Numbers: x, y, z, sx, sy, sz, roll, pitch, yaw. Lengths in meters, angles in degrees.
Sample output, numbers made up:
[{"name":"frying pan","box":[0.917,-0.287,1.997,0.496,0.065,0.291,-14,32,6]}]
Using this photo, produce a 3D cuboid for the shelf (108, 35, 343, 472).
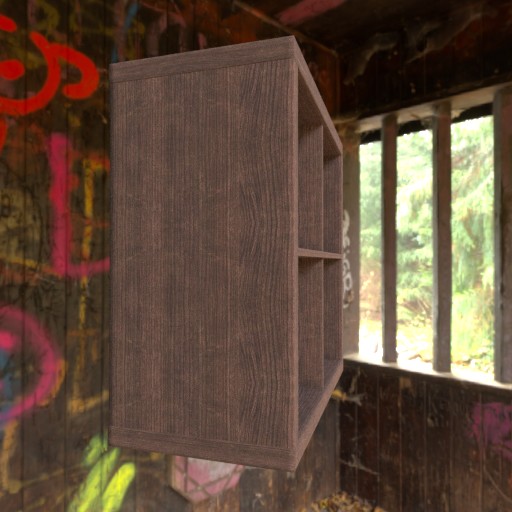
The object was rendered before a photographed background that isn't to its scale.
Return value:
[{"name":"shelf","box":[0.000,0.000,1.232,0.390,0.786,0.790,0,-1,17]}]
